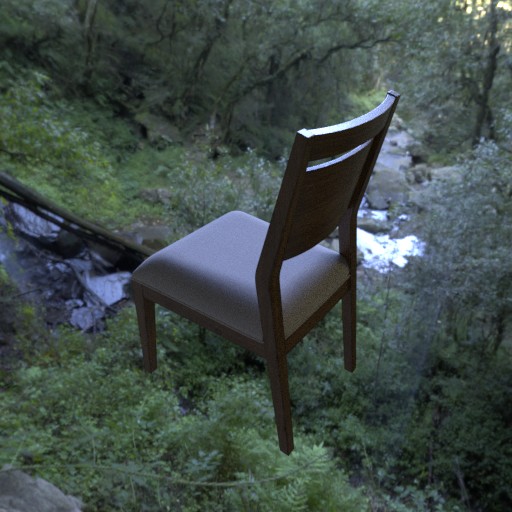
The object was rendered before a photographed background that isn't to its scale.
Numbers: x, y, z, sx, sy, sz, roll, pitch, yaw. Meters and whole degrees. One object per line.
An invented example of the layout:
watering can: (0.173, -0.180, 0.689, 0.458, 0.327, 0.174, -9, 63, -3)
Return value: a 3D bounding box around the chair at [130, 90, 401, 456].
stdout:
chair: (0.000, 0.000, 1.319, 0.610, 0.939, 0.497, 22, 39, 31)
